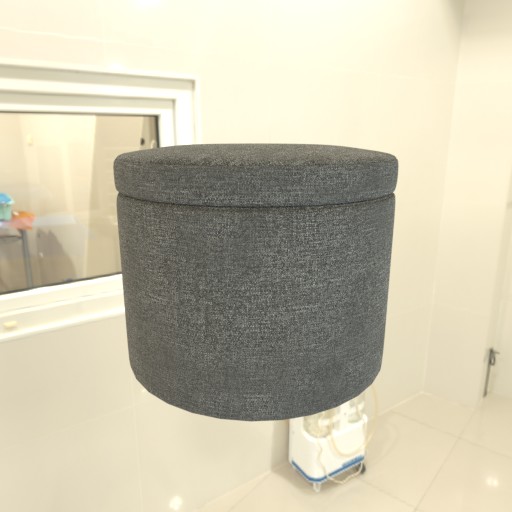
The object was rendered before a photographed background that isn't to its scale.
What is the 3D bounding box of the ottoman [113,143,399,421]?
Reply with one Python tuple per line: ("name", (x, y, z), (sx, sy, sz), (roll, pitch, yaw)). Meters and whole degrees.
("ottoman", (0.000, 0.000, 0.857), (0.500, 0.419, 0.500), (0, 15, 0))
